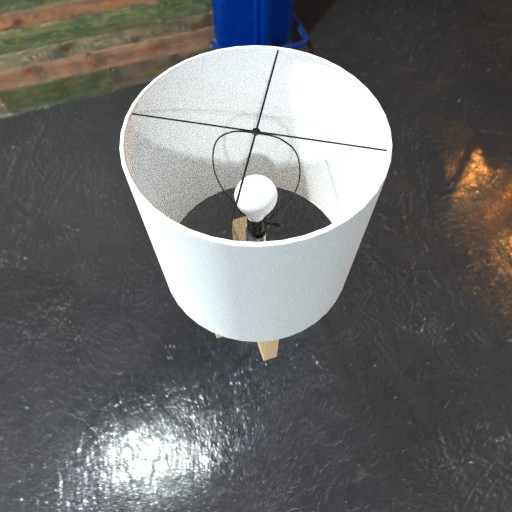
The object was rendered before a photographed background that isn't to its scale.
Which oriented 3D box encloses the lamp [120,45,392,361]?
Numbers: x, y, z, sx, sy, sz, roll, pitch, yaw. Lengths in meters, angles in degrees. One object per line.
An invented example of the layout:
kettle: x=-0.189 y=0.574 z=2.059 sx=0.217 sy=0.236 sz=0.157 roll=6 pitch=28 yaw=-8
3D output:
lamp: x=0.000 y=0.000 z=0.559 sx=0.229 sy=0.428 sz=0.229 roll=-16 pitch=62 yaw=-9
